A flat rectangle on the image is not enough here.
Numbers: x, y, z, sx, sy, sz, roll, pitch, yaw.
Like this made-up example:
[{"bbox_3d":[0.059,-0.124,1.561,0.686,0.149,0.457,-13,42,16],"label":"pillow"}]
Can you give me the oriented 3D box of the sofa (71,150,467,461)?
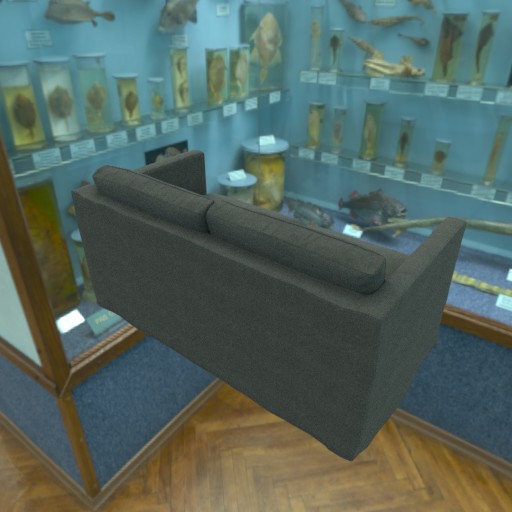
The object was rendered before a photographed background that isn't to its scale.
[{"bbox_3d":[0.000,0.000,2.346,1.802,0.854,0.974,22,37,32],"label":"sofa"}]
